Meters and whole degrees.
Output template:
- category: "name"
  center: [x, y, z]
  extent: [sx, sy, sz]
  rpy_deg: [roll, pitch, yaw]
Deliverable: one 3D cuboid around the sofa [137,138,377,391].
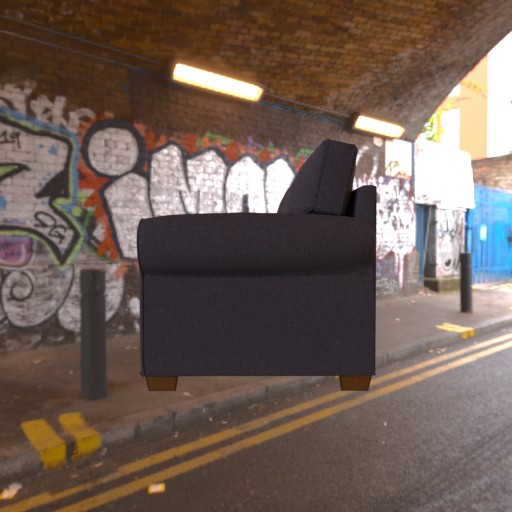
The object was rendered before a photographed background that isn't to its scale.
- category: "sofa"
  center: [0.000, 0.000, 2.637]
  extent: [0.951, 1.031, 2.009]
  rpy_deg: [0, 2, 0]
